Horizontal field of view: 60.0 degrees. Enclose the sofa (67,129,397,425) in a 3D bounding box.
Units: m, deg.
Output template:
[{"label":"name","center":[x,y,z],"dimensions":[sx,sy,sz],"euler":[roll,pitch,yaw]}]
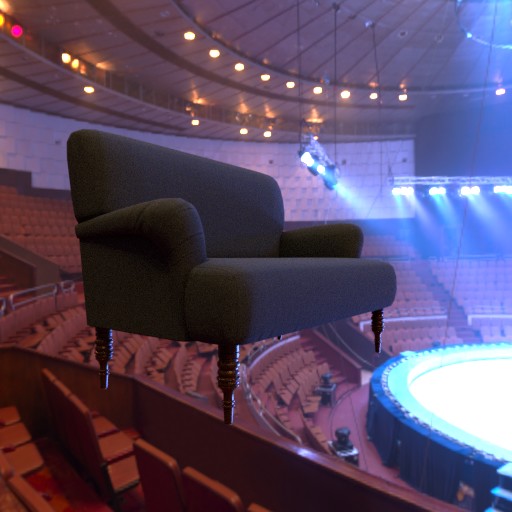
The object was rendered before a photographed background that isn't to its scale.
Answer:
[{"label":"sofa","center":[0.000,0.000,1.782],"dimensions":[0.779,0.889,1.297],"euler":[0,0,36]}]
